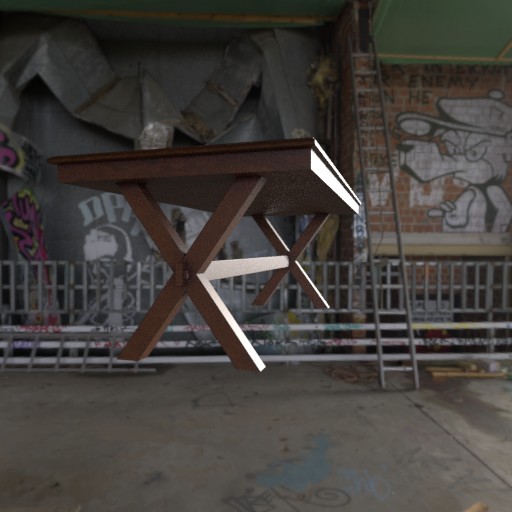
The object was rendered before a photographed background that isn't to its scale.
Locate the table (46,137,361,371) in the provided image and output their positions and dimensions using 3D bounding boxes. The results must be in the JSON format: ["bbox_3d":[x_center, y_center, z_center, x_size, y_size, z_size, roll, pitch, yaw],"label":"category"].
[{"bbox_3d":[0.000,0.000,1.463,0.594,0.459,1.197,0,1,17],"label":"table"}]
